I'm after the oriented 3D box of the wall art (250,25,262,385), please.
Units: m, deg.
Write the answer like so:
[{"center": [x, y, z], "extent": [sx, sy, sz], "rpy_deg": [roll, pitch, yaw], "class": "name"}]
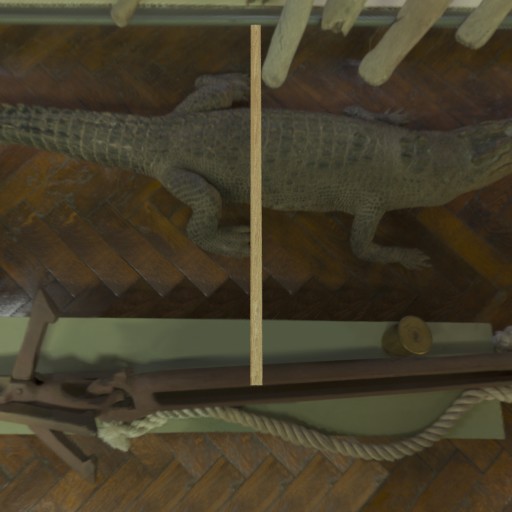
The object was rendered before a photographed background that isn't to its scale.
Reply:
[{"center": [0.000, 0.000, 1.905], "extent": [0.028, 1.533, 0.999], "rpy_deg": [0, 76, 0], "class": "wall art"}]
